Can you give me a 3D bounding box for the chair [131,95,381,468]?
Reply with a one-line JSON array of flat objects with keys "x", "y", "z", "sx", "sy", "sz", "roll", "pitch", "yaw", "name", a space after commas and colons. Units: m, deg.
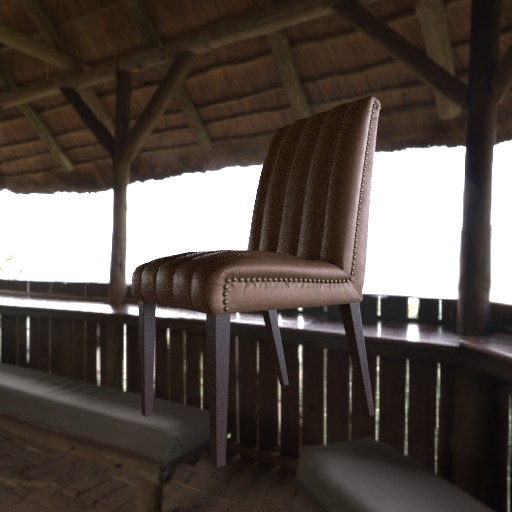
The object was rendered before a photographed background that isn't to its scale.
[{"x": 0.000, "y": 0.000, "z": 1.403, "sx": 0.647, "sy": 1.016, "sz": 0.511, "roll": 0, "pitch": 0, "yaw": -37, "name": "chair"}]
